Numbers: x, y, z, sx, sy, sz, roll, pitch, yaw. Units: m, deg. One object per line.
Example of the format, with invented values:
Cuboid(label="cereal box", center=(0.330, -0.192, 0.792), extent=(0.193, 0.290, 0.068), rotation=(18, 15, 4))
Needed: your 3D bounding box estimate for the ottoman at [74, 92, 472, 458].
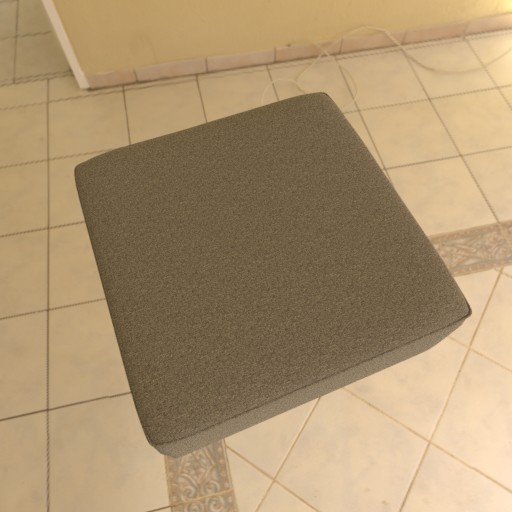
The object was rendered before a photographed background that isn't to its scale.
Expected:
Cuboid(label="ottoman", center=(0.000, 0.000, 1.578), extent=(1.005, 0.464, 1.015), rotation=(-20, 64, -10))
